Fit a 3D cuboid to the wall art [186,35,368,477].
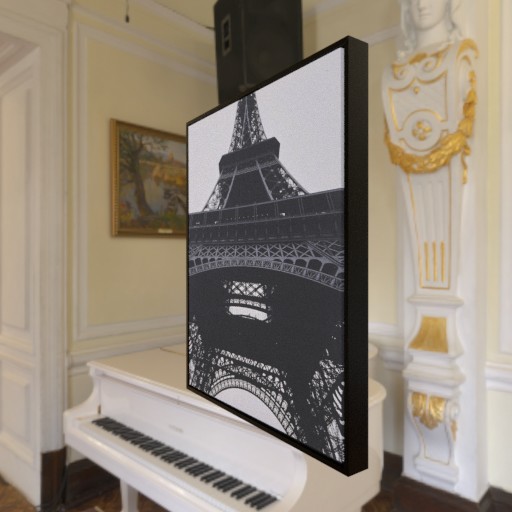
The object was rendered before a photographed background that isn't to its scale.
[{"bbox_3d":[0.000,0.000,0.749,0.039,0.553,0.451,0,0,-35],"label":"wall art"}]
